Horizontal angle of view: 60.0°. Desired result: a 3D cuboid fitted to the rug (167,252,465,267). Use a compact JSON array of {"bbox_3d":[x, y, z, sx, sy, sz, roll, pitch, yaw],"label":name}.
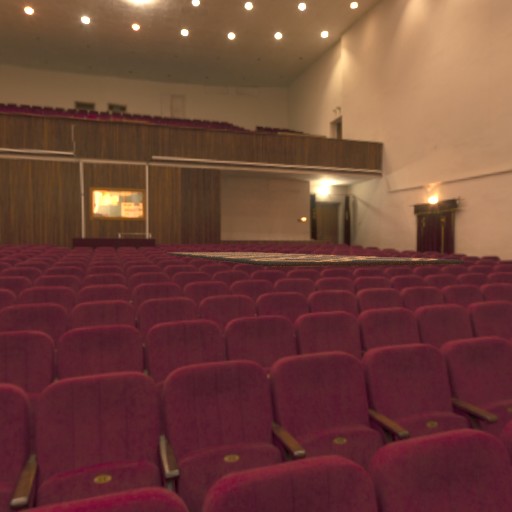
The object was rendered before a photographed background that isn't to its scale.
[{"bbox_3d":[0.000,0.000,2.415,0.678,0.014,2.276,0,1,-19],"label":"rug"}]
